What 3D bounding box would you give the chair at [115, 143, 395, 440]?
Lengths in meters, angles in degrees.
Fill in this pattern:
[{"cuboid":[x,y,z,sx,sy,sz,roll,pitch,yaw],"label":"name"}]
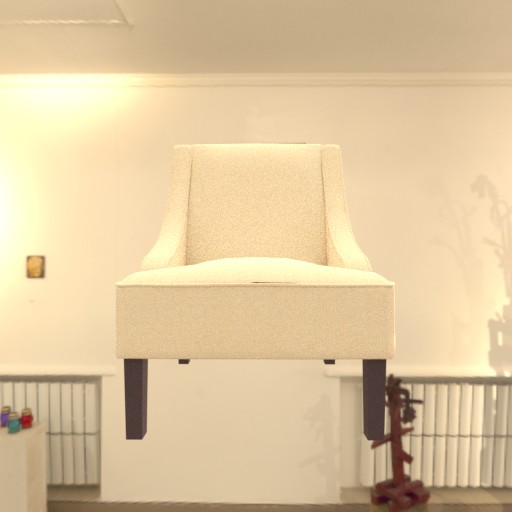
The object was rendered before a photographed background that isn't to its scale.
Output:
[{"cuboid":[0.000,0.000,1.444,0.689,0.886,0.806,0,1,0],"label":"chair"}]
